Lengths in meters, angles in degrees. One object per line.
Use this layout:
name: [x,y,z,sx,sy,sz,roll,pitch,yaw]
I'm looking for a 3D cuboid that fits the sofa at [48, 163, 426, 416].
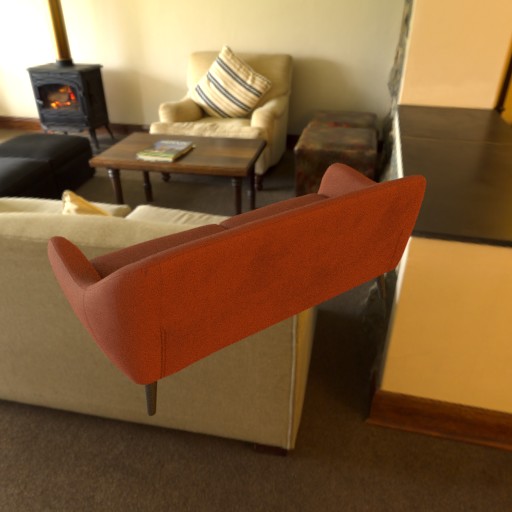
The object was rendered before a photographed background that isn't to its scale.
sofa: [0.000,0.000,2.298,1.840,0.836,0.820,-20,36,-30]
